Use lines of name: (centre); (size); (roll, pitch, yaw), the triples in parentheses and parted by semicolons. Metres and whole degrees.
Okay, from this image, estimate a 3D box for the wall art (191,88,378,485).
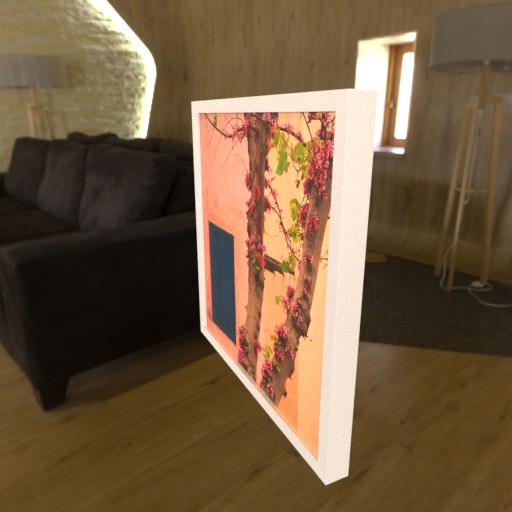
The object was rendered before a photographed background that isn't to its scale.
wall art: (0.000, 0.000, 0.754); (0.038, 0.508, 0.507); (-8, 20, -25)
